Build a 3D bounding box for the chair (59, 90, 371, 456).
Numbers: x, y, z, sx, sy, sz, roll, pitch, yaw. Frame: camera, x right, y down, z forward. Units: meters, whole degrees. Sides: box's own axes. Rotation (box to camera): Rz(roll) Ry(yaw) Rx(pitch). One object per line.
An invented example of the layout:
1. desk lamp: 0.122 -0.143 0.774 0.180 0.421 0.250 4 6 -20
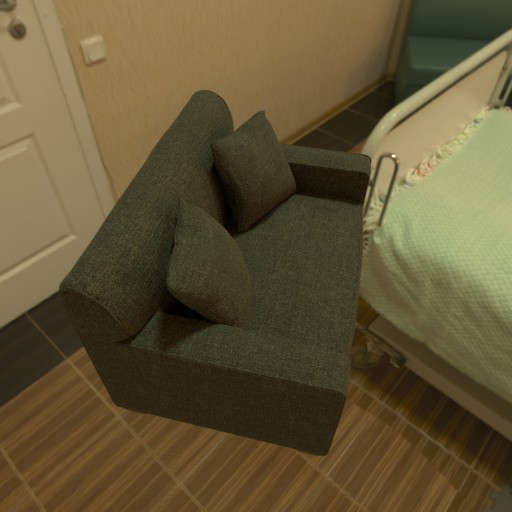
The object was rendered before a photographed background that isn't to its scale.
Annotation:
1. chair: 0.000 0.000 2.064 1.000 0.948 1.383 10 48 9
